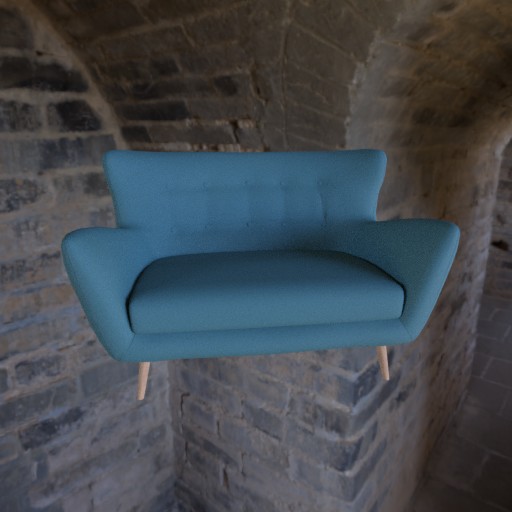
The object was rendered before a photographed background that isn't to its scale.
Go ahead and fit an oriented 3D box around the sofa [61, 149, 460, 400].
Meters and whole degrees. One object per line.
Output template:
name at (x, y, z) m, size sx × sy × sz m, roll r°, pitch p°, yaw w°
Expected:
sofa at (0.000, 0.000, 1.932) m, size 1.397 × 0.889 × 0.889 m, roll -2°, pitch 15°, yaw -8°
